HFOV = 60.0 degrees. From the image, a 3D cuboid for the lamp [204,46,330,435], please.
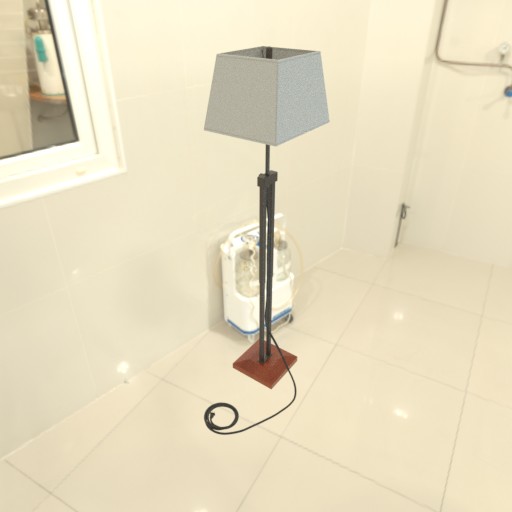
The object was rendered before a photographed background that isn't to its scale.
[{"bbox_3d":[0.000,0.000,2.033,0.472,1.712,0.745,21,38,30],"label":"lamp"}]
